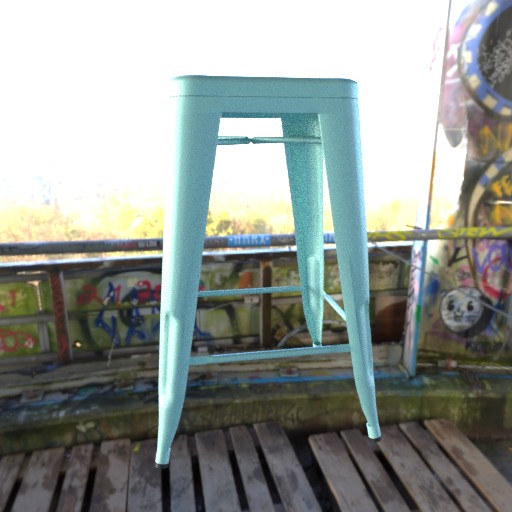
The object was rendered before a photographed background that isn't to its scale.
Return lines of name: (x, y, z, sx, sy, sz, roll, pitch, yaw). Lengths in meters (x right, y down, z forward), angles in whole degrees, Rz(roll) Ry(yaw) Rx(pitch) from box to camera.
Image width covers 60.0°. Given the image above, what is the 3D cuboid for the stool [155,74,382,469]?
stool: (0.000, 0.000, 0.840, 0.399, 0.609, 0.359, -3, 16, -10)
